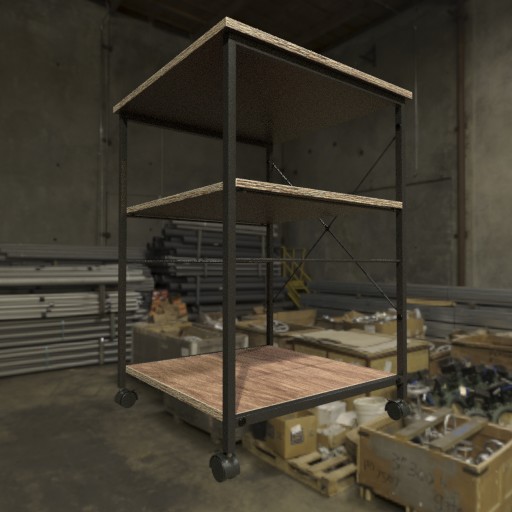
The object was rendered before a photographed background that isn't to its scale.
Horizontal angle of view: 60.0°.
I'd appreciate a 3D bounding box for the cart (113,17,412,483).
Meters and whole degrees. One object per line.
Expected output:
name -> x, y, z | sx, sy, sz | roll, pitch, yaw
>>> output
cart -> 0.000, 0.000, 1.076 | 0.520, 0.762, 0.521 | 1, -2, -37
